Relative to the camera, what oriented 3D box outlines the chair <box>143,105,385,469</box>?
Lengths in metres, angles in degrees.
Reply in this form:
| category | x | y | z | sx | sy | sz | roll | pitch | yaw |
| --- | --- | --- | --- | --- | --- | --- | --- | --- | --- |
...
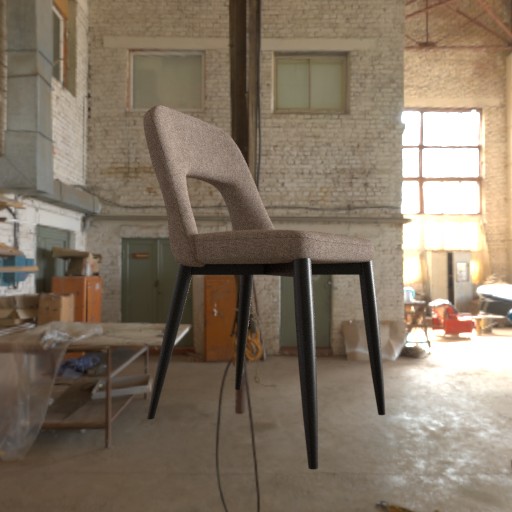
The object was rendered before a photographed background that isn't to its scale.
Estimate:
| category | x | y | z | sx | sy | sz | roll | pitch | yaw |
| --- | --- | --- | --- | --- | --- | --- | --- | --- | --- |
| chair | 0.000 | 0.000 | 1.288 | 0.612 | 0.931 | 0.470 | -1 | -2 | 35 |
